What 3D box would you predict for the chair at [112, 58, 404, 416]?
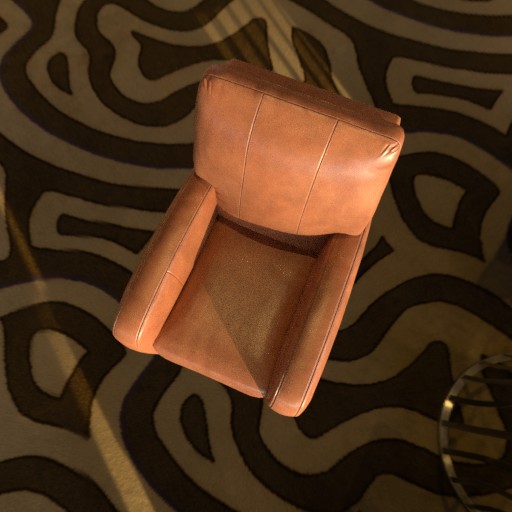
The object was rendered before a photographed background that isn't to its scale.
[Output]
[{"bbox_3d":[0.000,0.000,1.690,0.762,0.990,0.990,22,75,6],"label":"chair"}]
